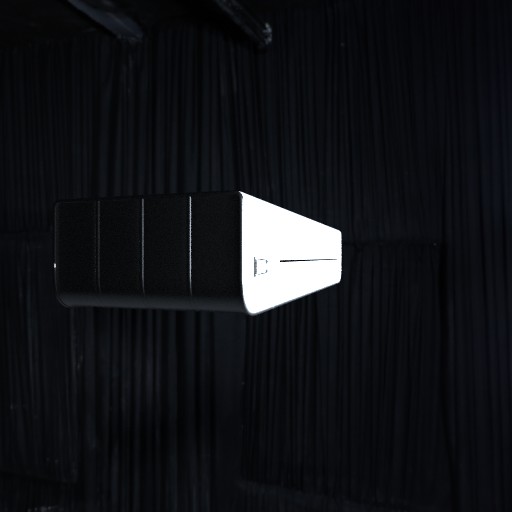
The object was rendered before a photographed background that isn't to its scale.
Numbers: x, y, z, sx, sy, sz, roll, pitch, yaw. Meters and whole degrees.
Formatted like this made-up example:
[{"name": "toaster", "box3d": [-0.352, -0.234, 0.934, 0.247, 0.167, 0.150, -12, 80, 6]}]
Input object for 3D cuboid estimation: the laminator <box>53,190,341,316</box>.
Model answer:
[{"name": "laminator", "box3d": [0.000, 0.000, 0.385, 0.123, 0.062, 0.340, 0, 0, 19]}]
